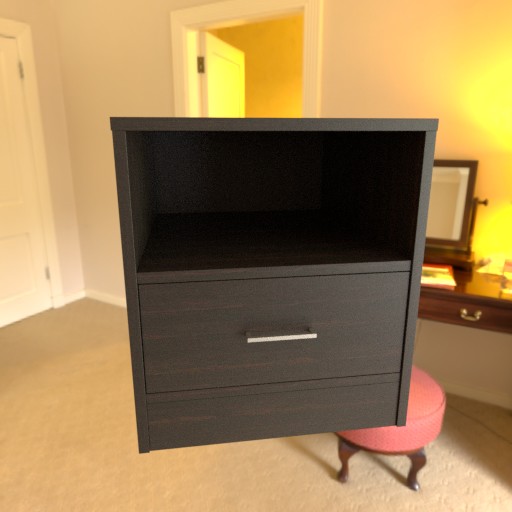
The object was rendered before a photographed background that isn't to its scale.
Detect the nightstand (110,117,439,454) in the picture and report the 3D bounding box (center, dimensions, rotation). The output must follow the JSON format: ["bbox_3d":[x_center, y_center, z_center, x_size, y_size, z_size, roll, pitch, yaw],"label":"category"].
[{"bbox_3d":[0.000,0.000,0.795,0.400,0.460,0.461,-2,16,-8],"label":"nightstand"}]
